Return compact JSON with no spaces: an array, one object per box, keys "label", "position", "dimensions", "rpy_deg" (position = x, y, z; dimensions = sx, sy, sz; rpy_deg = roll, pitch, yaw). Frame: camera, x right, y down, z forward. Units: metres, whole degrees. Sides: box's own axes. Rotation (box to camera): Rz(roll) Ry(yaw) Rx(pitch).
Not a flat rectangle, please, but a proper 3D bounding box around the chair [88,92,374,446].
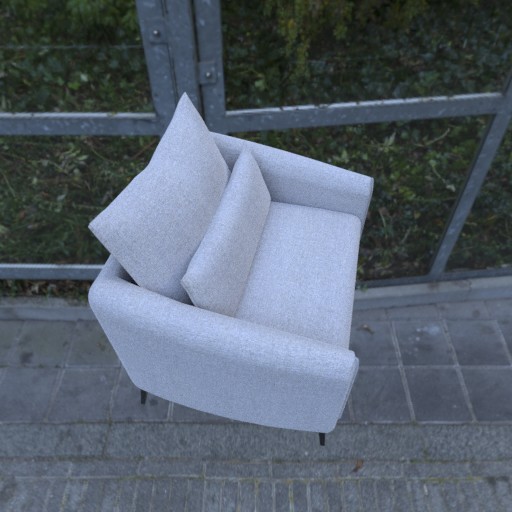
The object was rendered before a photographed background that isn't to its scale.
[{"label":"chair","position":[0.000,0.000,1.667],"dimensions":[0.801,0.856,1.029],"rpy_deg":[10,47,9]}]
